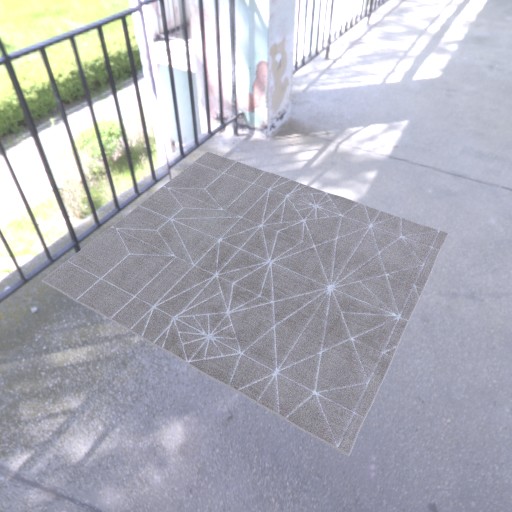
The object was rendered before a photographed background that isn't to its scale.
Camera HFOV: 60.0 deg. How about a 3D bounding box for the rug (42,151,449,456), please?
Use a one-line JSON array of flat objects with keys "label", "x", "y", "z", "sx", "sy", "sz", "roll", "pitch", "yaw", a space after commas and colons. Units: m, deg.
[{"label": "rug", "x": 0.000, "y": 0.000, "z": 0.904, "sx": 0.639, "sy": 0.006, "sz": 0.548, "roll": 23, "pitch": 49, "yaw": 22}]
